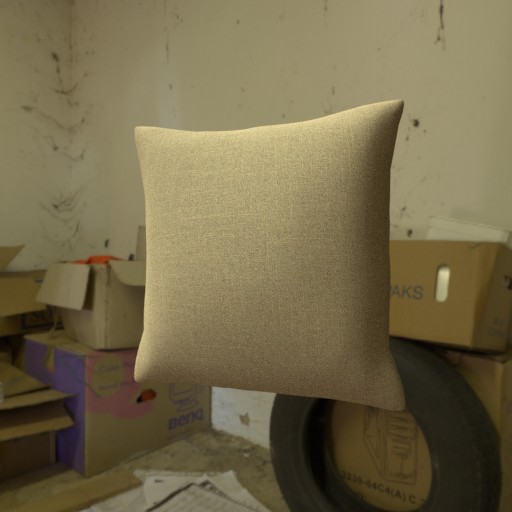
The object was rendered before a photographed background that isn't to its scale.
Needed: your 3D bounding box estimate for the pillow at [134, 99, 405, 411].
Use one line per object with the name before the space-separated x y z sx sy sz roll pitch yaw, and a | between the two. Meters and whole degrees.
pillow | 0.000 0.000 0.799 0.512 0.506 0.178 0 1 18
